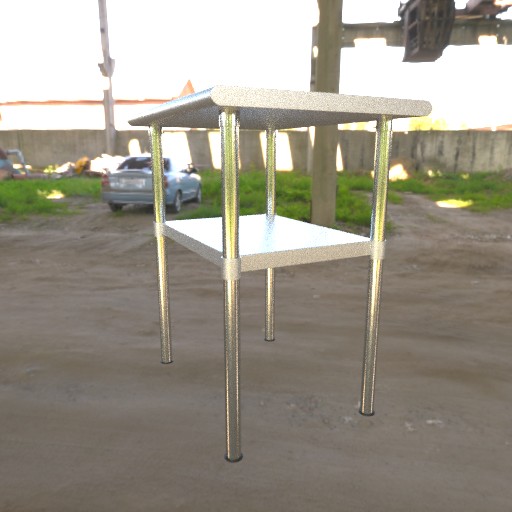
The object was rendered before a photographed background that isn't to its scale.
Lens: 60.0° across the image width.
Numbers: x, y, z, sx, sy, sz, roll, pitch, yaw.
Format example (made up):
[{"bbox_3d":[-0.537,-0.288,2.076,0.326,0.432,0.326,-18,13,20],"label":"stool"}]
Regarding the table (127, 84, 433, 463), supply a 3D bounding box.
[{"bbox_3d":[0.000,0.000,1.382,0.584,0.876,0.762,-7,15,-27],"label":"table"}]
